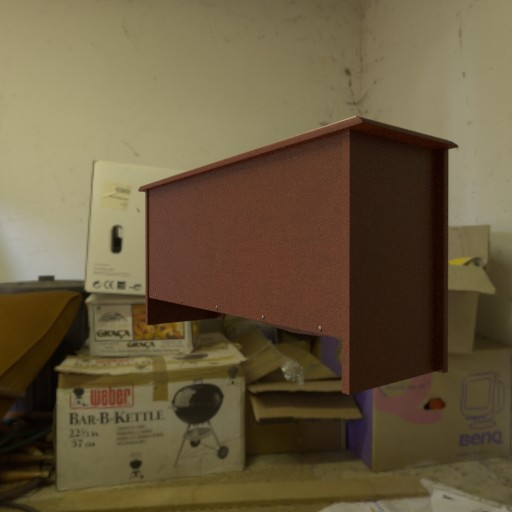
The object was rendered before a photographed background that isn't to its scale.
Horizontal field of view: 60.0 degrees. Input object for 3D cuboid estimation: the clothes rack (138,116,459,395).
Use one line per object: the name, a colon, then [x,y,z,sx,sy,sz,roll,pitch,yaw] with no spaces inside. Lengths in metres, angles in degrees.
clothes rack: [0.000,0.000,1.525,0.362,0.594,1.251,0,1,-36]
